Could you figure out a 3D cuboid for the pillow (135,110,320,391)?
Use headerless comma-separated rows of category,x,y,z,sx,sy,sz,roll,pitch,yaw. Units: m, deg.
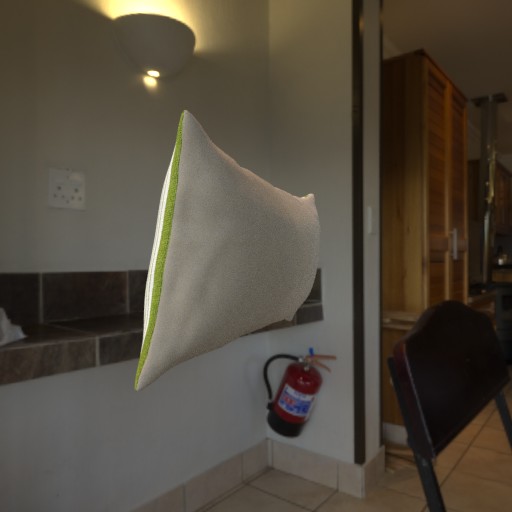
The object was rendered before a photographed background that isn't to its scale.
pillow,0.000,0.000,0.735,0.156,0.292,0.608,0,-1,19
